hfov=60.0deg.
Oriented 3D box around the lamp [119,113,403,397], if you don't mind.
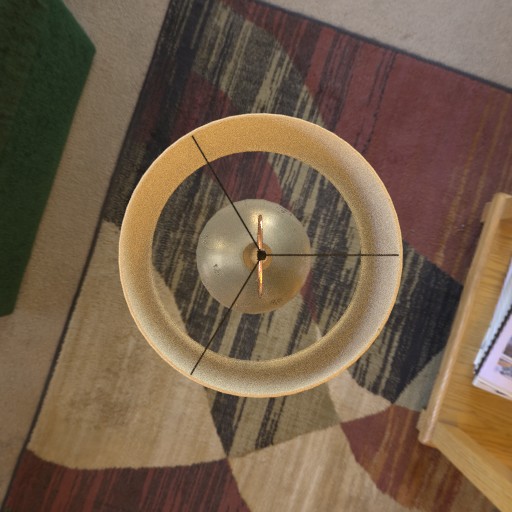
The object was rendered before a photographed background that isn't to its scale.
[{"bbox_3d":[0.000,0.000,0.737,0.330,0.521,0.330,0,90,-1],"label":"lamp"}]
